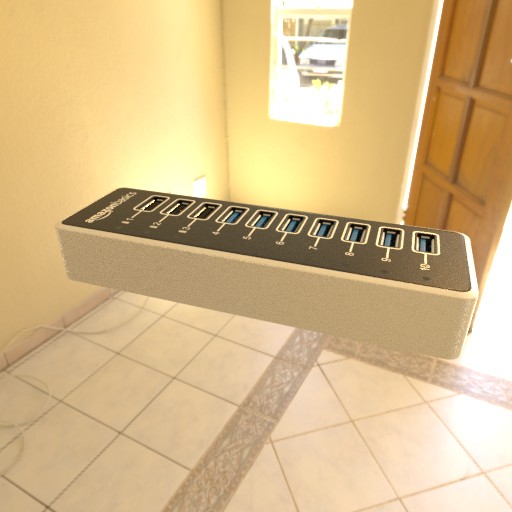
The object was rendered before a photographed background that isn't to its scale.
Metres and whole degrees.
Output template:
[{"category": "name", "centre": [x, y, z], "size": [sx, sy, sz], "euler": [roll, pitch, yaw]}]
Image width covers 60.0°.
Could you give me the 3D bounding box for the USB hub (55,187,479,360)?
[{"category": "USB hub", "centre": [0.000, 0.000, 0.165], "size": [0.145, 0.023, 0.044], "euler": [10, 31, 16]}]
